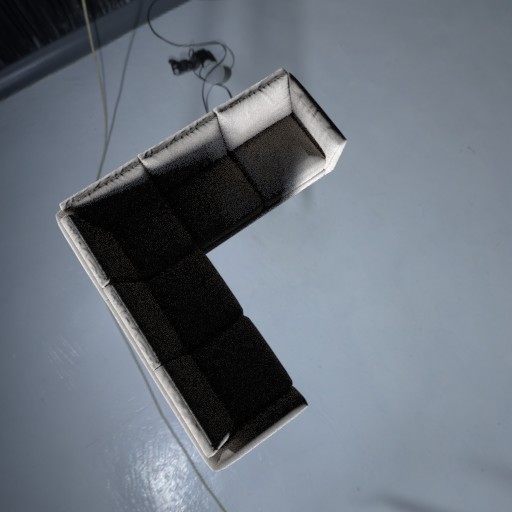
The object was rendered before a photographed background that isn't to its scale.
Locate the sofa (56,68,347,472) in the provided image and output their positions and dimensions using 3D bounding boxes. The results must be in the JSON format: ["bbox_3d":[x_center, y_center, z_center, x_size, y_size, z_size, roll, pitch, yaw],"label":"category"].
[{"bbox_3d":[0.000,0.000,3.781,2.438,0.864,2.438,-34,78,-8],"label":"sofa"}]
